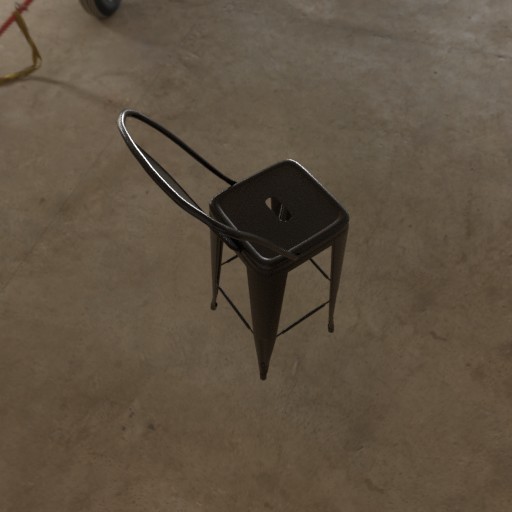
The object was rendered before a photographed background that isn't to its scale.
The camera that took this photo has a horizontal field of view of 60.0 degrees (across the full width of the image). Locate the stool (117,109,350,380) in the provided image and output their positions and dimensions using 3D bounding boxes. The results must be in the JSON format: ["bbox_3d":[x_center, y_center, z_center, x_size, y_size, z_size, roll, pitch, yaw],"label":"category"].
[{"bbox_3d":[0.000,0.000,1.328,0.513,1.096,0.399,-30,62,-18],"label":"stool"}]
